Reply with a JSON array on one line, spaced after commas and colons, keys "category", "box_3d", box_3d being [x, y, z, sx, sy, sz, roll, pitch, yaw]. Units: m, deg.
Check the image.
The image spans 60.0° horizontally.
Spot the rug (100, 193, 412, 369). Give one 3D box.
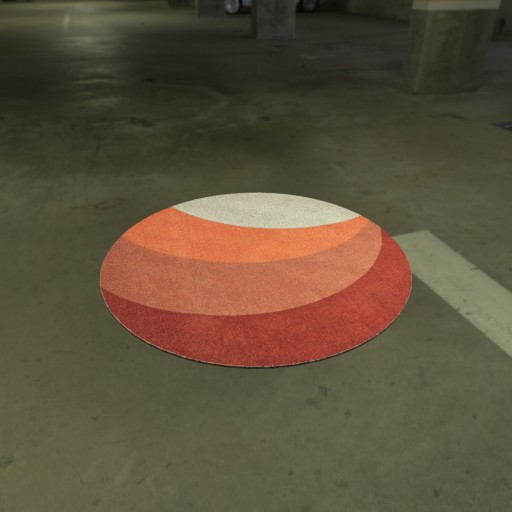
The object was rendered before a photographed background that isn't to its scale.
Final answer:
[{"category": "rug", "box_3d": [0.000, 0.000, 2.243, 1.514, 0.015, 1.514, 0, 32, 0]}]
